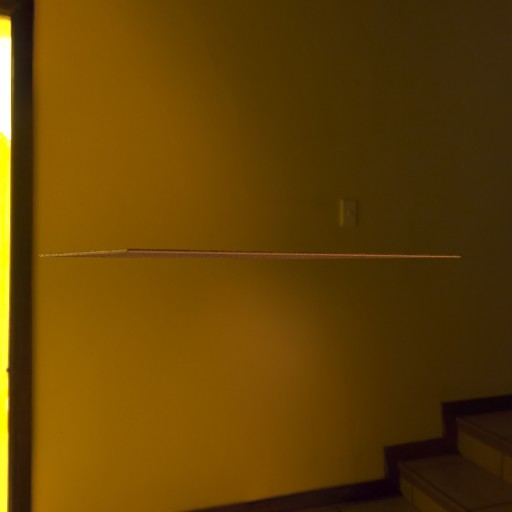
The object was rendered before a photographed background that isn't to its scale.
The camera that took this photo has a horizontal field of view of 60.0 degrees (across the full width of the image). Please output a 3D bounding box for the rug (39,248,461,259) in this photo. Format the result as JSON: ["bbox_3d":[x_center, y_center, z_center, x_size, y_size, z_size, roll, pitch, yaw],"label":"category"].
[{"bbox_3d":[0.000,0.000,2.293,1.824,0.012,1.206,1,-1,-37],"label":"rug"}]
